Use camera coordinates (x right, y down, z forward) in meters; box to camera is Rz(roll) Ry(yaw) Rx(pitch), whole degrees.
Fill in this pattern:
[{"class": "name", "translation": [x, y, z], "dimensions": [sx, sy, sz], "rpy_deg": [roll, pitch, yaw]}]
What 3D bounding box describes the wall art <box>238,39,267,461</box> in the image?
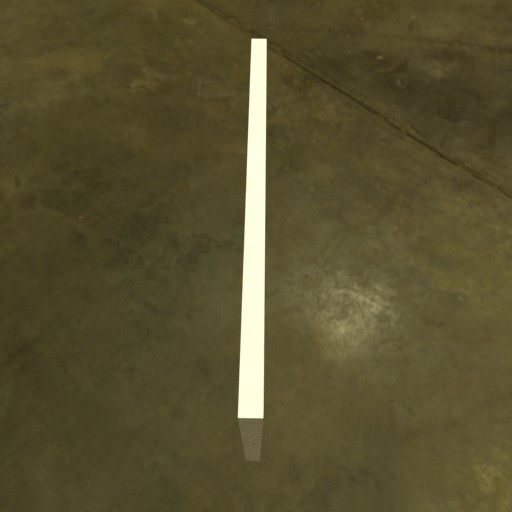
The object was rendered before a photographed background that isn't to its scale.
[{"class": "wall art", "translation": [0.000, 0.000, 1.153], "dimensions": [0.038, 0.610, 0.915], "rpy_deg": [1, 60, 0]}]
